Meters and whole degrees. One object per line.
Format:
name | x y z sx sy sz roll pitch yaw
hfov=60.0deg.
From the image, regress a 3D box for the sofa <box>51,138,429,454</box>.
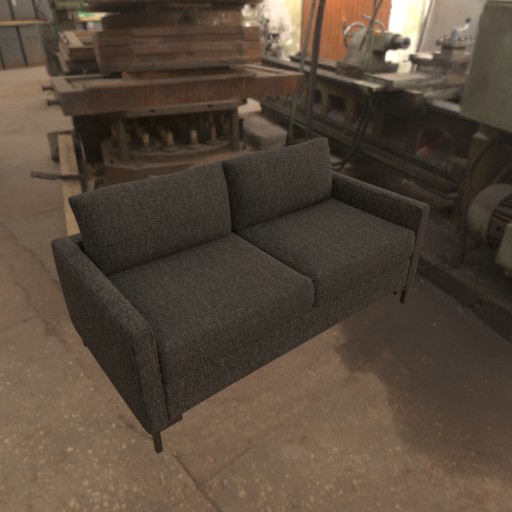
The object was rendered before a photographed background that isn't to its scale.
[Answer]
sofa | 0.000 0.000 2.245 1.716 0.862 0.866 -22 36 -33
